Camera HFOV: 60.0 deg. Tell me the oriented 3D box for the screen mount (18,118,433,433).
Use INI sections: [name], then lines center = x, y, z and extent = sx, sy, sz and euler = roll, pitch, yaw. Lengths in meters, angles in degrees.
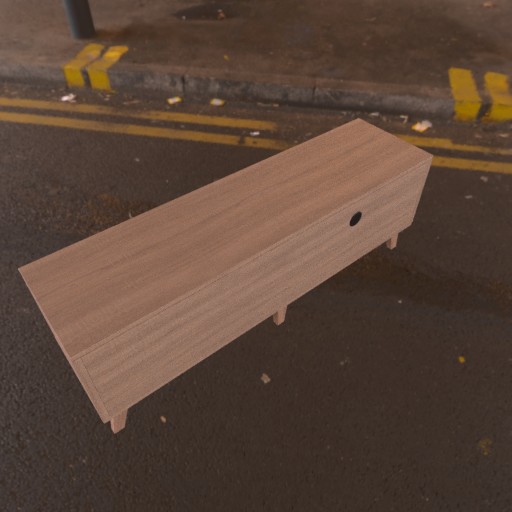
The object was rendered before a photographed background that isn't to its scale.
[screen mount]
center = 0.000, 0.000, 1.722
extent = 1.500, 0.509, 0.401
euler = -29, 52, -26
